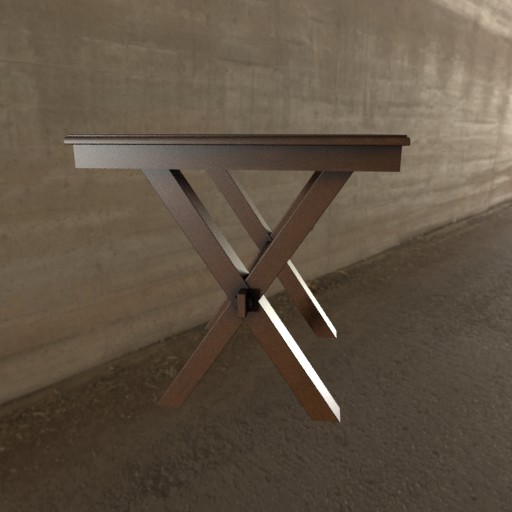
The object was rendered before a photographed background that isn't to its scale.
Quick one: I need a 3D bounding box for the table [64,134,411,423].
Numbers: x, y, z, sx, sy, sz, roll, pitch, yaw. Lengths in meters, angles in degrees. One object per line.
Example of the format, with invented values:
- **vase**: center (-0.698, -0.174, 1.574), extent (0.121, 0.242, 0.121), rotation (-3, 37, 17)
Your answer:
- **table**: center (0.000, 0.000, 1.062), extent (0.560, 0.562, 0.602), rotation (2, 16, 8)
